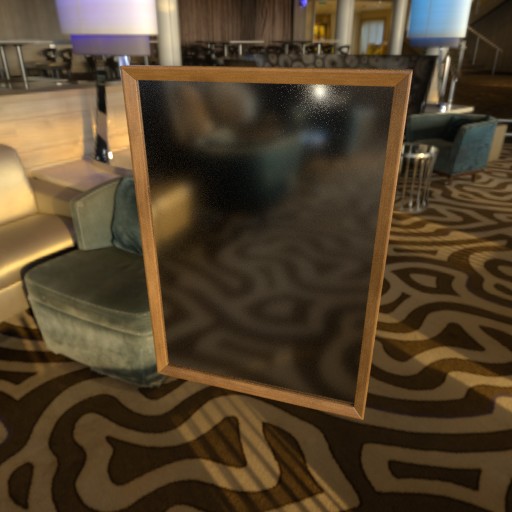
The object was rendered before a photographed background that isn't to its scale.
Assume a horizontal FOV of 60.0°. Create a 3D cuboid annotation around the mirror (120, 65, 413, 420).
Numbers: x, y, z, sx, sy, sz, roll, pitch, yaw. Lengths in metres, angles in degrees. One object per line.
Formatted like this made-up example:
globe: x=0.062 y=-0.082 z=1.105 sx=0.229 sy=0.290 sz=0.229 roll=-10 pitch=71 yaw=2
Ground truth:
mirror: x=0.000 y=0.000 z=0.907 sx=0.508 sy=0.711 sz=0.039 roll=8 pitch=27 yaw=16
